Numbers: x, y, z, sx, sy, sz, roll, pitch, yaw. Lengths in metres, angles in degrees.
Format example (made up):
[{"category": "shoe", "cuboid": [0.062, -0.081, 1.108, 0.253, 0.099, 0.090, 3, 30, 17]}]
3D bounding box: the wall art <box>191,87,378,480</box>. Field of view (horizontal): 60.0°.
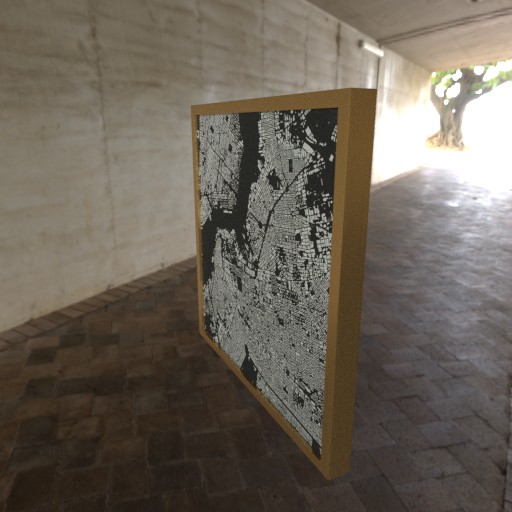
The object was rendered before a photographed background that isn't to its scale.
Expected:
[{"category": "wall art", "cuboid": [0.000, 0.000, 0.458, 0.023, 0.305, 0.305, -8, 18, -26]}]
